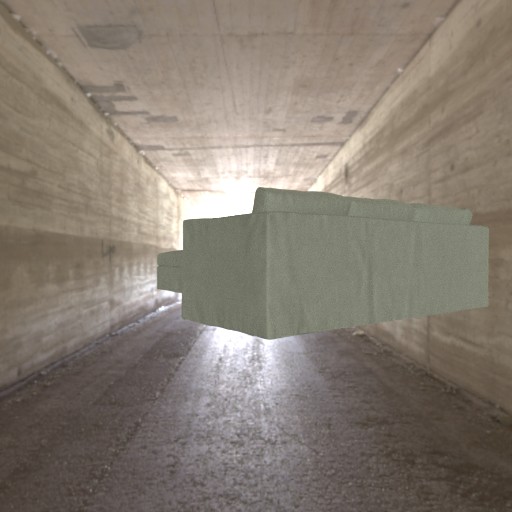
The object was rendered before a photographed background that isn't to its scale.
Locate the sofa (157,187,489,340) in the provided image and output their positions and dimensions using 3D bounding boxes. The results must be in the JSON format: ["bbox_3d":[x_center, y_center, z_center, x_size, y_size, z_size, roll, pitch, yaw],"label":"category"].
[{"bbox_3d":[0.000,0.000,4.431,2.440,0.869,3.434,0,1,-37],"label":"sofa"}]
